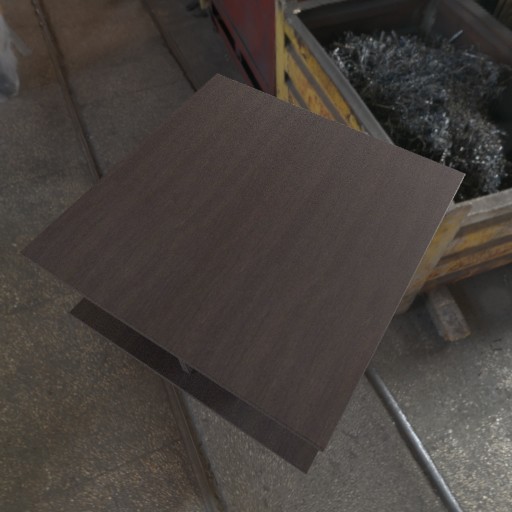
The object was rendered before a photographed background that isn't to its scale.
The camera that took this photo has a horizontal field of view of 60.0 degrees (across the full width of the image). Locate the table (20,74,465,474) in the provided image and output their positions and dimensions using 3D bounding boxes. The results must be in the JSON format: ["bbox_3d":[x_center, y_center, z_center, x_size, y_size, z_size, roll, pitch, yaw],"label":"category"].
[{"bbox_3d":[0.000,0.000,1.214,0.762,0.396,0.762,28,61,17],"label":"table"}]
